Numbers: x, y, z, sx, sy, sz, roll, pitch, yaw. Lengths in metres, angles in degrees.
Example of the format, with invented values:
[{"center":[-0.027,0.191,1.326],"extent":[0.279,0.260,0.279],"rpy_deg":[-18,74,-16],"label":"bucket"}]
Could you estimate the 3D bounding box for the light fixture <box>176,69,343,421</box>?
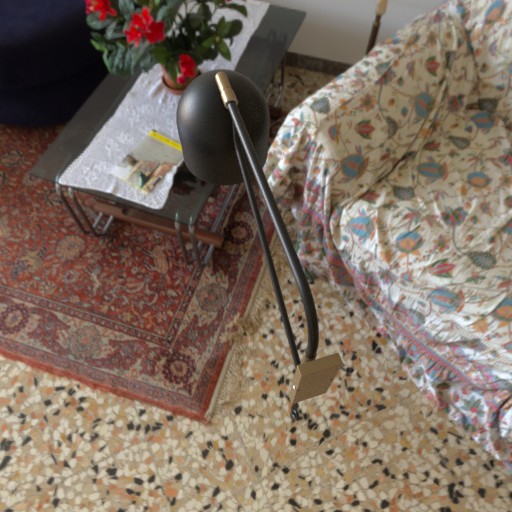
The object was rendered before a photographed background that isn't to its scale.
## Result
[{"center":[0.000,0.000,1.085],"extent":[0.215,0.696,0.720],"rpy_deg":[-15,61,-9],"label":"light fixture"}]
